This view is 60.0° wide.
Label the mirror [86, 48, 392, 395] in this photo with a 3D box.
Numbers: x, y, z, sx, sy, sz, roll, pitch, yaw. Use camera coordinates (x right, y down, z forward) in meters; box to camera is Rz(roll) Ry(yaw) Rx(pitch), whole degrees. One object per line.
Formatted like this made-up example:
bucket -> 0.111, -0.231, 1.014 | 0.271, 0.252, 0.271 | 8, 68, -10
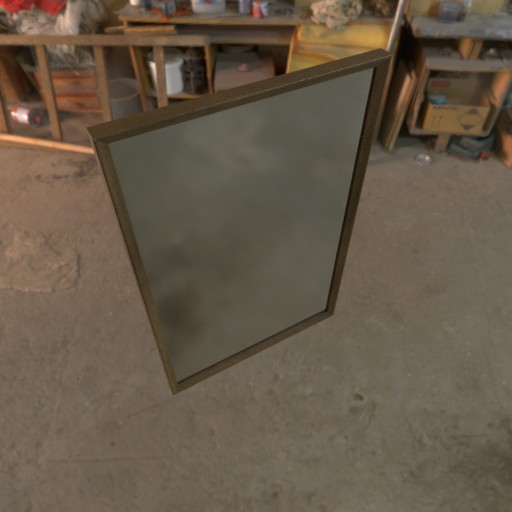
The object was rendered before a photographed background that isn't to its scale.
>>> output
mirror -> 0.000, 0.000, 1.141 | 0.609, 0.915, 0.041 | -23, 52, -19
